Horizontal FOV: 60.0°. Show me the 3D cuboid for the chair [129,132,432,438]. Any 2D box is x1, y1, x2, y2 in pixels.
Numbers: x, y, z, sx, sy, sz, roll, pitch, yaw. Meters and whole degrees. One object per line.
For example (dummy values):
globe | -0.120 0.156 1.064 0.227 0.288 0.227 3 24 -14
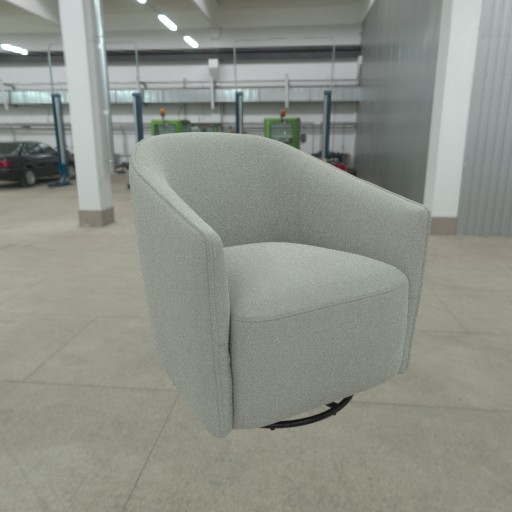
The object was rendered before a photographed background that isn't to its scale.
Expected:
chair | 0.000 0.000 1.469 0.747 0.799 0.875 -8 17 -28
